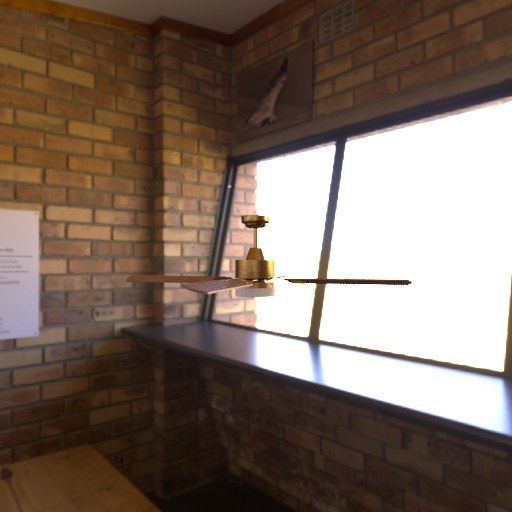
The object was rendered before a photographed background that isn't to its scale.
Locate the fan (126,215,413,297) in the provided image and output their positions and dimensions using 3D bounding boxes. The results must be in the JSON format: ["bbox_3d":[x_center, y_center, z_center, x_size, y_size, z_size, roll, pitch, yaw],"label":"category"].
[{"bbox_3d":[0.000,0.000,1.979,1.320,0.355,1.320,0,-1,17],"label":"fan"}]
